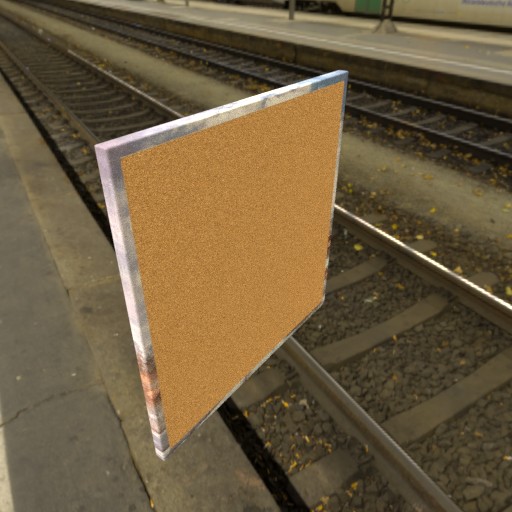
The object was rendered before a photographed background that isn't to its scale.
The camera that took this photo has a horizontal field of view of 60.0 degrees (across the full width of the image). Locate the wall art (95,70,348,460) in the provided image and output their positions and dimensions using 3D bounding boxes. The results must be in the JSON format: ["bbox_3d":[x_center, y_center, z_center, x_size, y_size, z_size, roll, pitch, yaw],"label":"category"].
[{"bbox_3d":[0.000,0.000,1.301,0.035,0.897,0.888,22,39,31],"label":"wall art"}]
